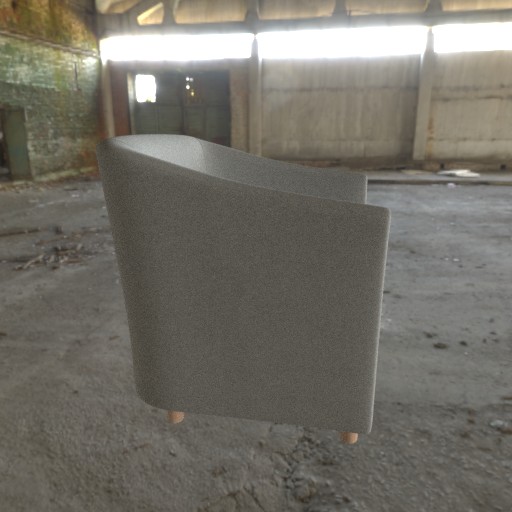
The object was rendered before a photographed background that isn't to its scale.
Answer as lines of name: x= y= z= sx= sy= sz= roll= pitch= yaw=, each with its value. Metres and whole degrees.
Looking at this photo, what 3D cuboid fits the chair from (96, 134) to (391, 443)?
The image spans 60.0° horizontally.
chair: x=0.000 y=0.000 z=1.361 sx=0.700 sy=0.720 sz=0.790 roll=3 pitch=16 yaw=10
